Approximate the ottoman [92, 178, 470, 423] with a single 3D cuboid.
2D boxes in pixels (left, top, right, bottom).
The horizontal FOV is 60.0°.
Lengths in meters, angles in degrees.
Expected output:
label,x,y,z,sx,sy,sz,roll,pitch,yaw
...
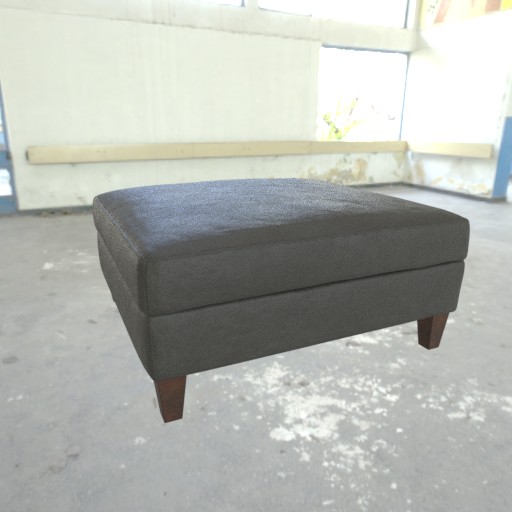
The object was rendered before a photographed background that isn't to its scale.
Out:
label,x,y,z,sx,sy,sz,roll,pitch,yaw
ottoman,0.000,0.000,1.324,0.844,0.415,0.836,-8,18,-24
